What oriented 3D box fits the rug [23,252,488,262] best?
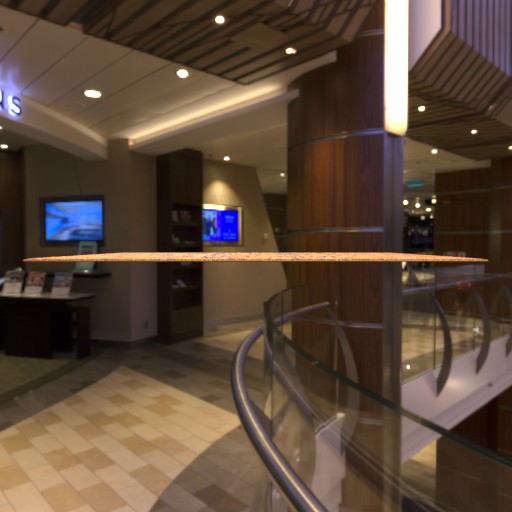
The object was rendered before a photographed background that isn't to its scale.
[{"bbox_3d":[0.000,0.000,3.786,2.916,0.019,2.043,0,2,1],"label":"rug"}]
